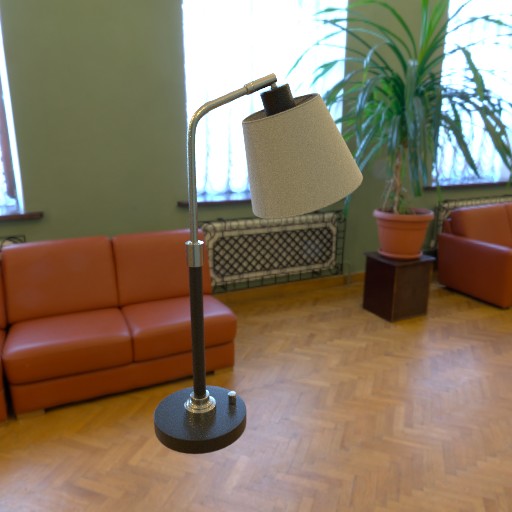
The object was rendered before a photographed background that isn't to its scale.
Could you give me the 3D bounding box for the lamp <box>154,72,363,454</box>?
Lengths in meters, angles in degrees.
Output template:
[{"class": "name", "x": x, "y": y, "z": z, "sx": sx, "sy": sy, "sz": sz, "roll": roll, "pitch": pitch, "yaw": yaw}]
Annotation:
[{"class": "lamp", "x": 0.000, "y": 0.000, "z": 0.694, "sx": 0.348, "sy": 0.539, "sz": 0.181, "roll": -7, "pitch": 17, "yaw": -26}]
